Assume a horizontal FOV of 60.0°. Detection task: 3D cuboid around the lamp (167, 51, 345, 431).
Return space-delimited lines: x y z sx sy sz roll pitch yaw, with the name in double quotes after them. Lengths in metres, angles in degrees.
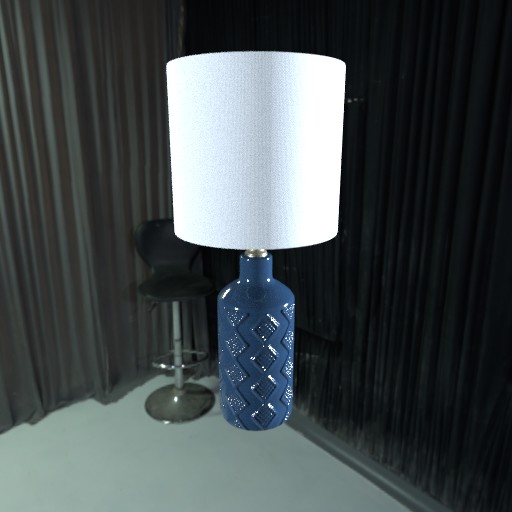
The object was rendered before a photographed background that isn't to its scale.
0.000 0.000 0.582 0.207 0.461 0.207 -15 21 -43 "lamp"
